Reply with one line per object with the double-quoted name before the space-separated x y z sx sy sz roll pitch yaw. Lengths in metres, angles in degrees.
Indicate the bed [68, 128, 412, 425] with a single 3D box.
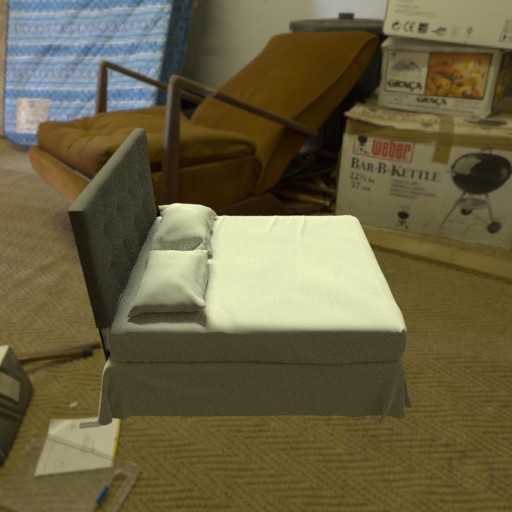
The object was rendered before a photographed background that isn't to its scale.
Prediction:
"bed" 0.000 0.000 3.485 2.222 1.577 1.936 0 31 0
